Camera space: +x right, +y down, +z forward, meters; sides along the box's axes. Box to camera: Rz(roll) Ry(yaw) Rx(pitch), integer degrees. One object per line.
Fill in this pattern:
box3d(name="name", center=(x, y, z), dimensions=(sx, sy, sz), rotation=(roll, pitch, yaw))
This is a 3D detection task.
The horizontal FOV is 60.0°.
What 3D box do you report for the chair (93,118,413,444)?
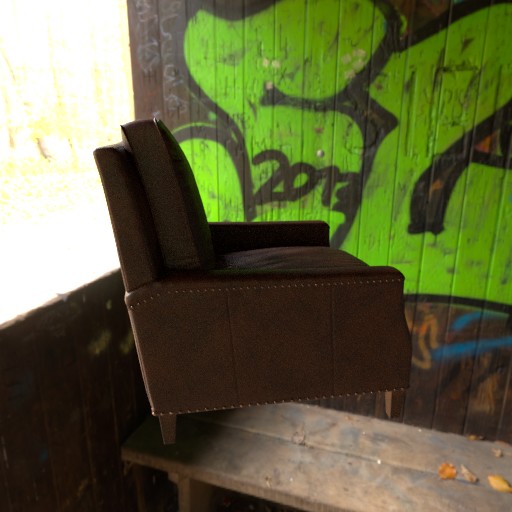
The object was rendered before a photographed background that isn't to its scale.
box3d(name="chair", center=(0.000, 0.000, 1.785), dimensions=(1.035, 1.054, 0.854), rotation=(-3, 17, -9))
